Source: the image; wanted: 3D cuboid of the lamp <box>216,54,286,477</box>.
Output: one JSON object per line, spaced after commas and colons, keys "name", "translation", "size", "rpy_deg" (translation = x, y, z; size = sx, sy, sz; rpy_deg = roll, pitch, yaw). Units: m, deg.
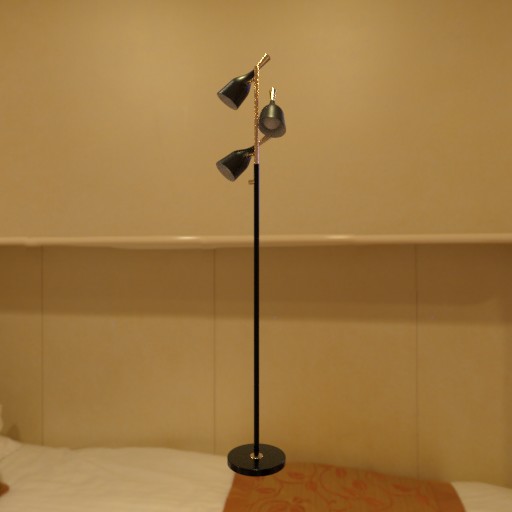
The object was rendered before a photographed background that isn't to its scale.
{"name": "lamp", "translation": [0.000, 0.000, 1.909], "size": [0.253, 1.778, 0.434], "rpy_deg": [0, 0, -36]}
